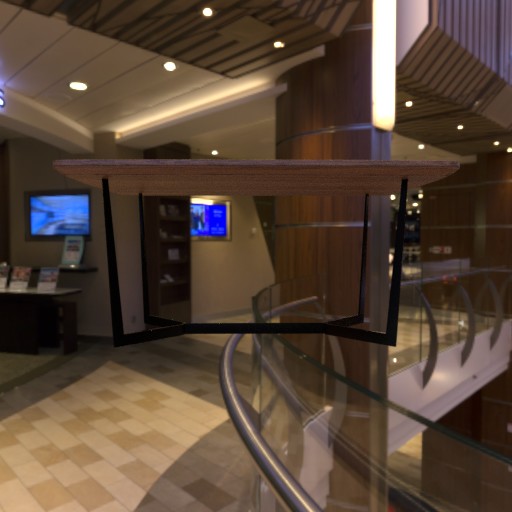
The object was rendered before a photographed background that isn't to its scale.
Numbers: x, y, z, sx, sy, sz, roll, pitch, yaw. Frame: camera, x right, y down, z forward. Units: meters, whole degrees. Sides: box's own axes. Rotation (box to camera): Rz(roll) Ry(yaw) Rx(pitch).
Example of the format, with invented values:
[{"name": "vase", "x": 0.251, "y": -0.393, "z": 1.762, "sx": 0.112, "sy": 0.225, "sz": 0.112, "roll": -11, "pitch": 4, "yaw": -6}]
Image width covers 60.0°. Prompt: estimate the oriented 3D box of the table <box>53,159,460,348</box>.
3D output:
[{"name": "table", "x": 0.000, "y": 0.000, "z": 2.164, "sx": 1.643, "sy": 0.765, "sz": 0.949, "roll": 0, "pitch": 2, "yaw": -1}]
